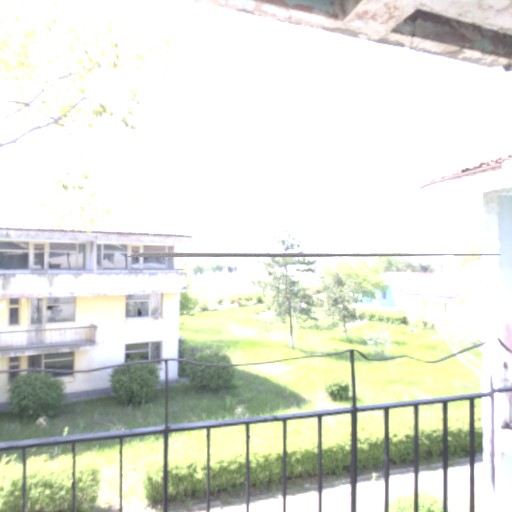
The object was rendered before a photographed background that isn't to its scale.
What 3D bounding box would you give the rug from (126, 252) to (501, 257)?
[{"bbox_3d":[0.000,0.000,2.237,1.219,0.005,1.828,0,0,-17],"label":"rug"}]
